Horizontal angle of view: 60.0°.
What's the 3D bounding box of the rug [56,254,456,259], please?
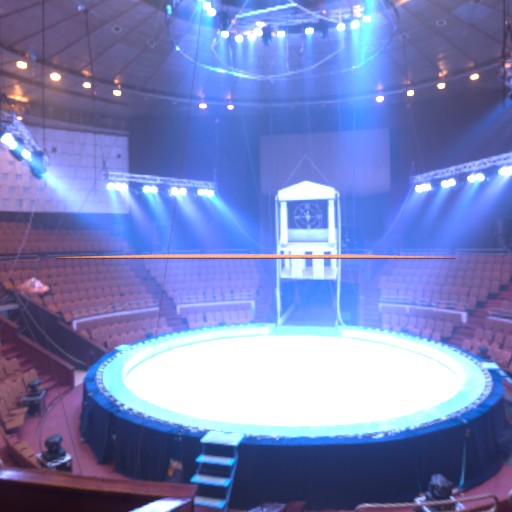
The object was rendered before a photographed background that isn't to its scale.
[{"bbox_3d":[0.000,0.000,4.198,2.433,0.011,3.037,0,1,0],"label":"rug"}]
